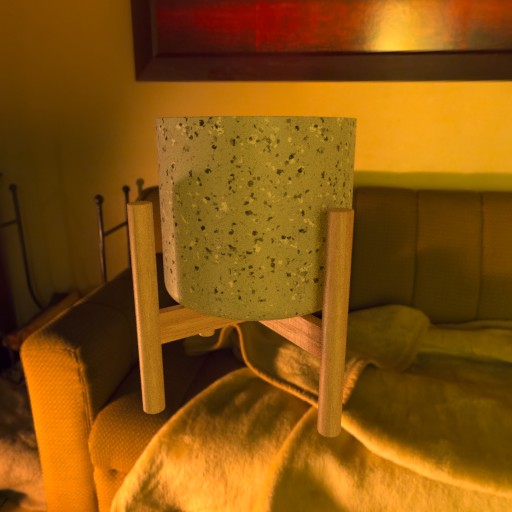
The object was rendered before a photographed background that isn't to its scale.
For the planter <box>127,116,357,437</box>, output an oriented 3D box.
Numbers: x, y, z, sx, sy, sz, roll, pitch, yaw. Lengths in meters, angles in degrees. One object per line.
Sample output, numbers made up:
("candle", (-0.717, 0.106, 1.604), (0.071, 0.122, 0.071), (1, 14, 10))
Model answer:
("planter", (0.000, 0.000, 0.542), (0.284, 0.320, 0.284), (-3, 16, -11))
